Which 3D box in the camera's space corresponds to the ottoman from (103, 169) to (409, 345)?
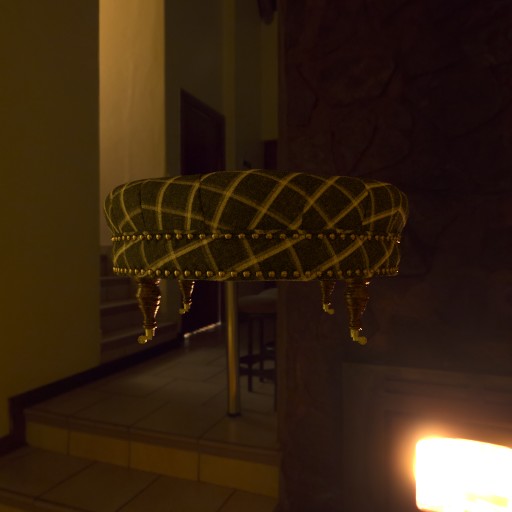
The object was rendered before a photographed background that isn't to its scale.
[{"bbox_3d":[0.000,0.000,1.380,0.901,0.439,0.901,0,1,0],"label":"ottoman"}]
